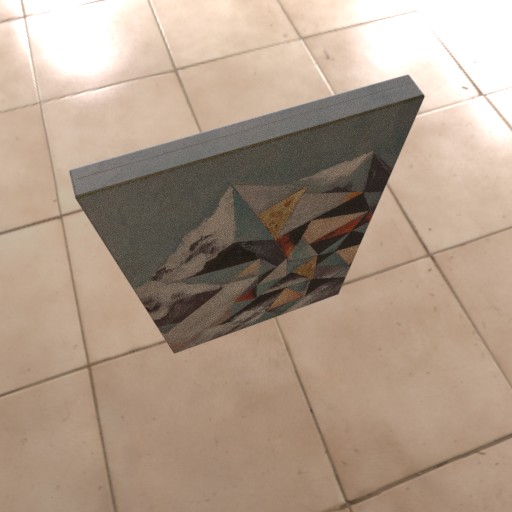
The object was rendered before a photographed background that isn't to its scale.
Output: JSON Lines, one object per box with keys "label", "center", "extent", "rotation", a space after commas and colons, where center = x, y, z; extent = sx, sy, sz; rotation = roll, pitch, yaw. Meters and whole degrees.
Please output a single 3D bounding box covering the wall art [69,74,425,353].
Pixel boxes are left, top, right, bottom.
{"label": "wall art", "center": [0.000, 0.000, 1.138], "extent": [0.609, 0.911, 0.061], "rotation": [-19, 64, -9]}
